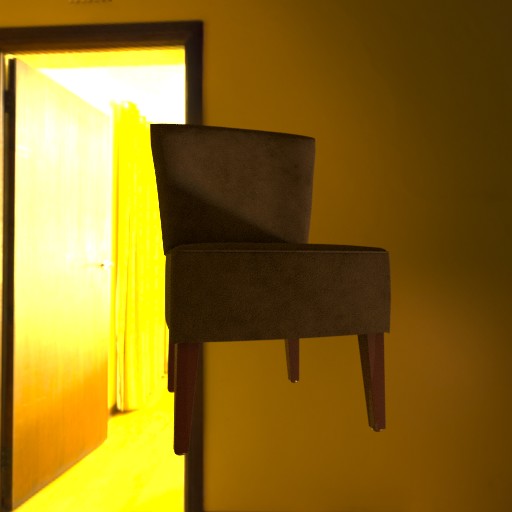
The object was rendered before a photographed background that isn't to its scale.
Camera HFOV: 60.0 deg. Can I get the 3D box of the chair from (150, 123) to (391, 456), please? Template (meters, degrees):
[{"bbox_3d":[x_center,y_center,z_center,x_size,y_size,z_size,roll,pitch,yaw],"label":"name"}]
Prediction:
[{"bbox_3d":[0.000,0.000,1.166,0.521,0.806,0.554,0,-1,-17],"label":"chair"}]
